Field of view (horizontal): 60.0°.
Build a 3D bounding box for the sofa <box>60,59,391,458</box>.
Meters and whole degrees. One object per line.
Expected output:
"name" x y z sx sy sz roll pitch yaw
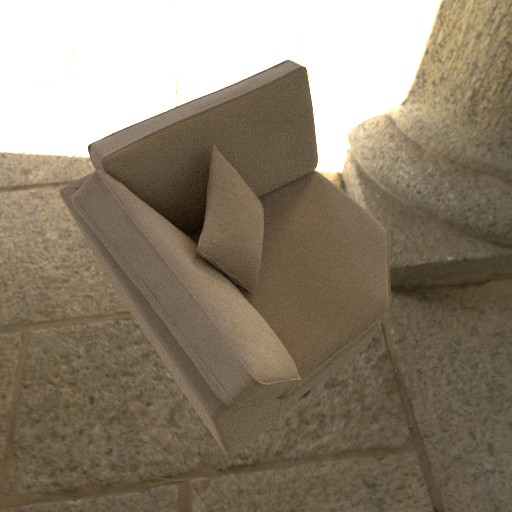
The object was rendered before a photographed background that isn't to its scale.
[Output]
"sofa" 0.000 0.000 1.798 1.042 0.937 1.050 -32 63 -19
